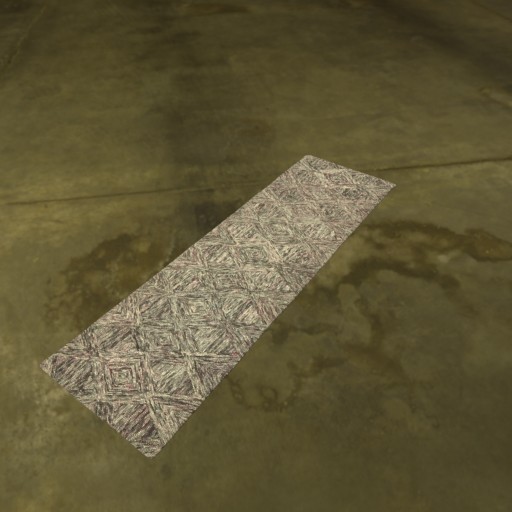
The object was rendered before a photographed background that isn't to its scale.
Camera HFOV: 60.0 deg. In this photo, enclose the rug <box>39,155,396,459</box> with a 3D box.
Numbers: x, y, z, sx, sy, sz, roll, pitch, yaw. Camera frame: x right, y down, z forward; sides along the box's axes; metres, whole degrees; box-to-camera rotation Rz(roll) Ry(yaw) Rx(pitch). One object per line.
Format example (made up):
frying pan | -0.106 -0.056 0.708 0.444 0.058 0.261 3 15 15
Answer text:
rug | 0.000 0.000 2.493 0.719 0.013 2.305 26 48 26
